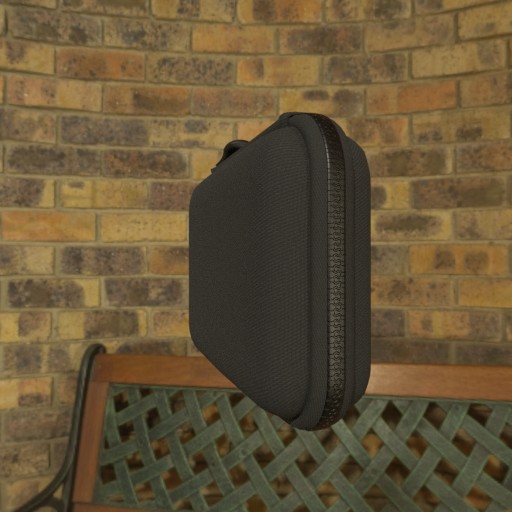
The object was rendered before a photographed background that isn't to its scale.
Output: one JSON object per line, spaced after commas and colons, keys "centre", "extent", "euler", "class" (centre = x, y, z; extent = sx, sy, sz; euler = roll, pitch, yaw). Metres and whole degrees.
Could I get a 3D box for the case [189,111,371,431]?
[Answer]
{"centre": [0.000, 0.000, 0.181], "extent": [0.038, 0.105, 0.132], "euler": [0, 0, -19], "class": "case"}
